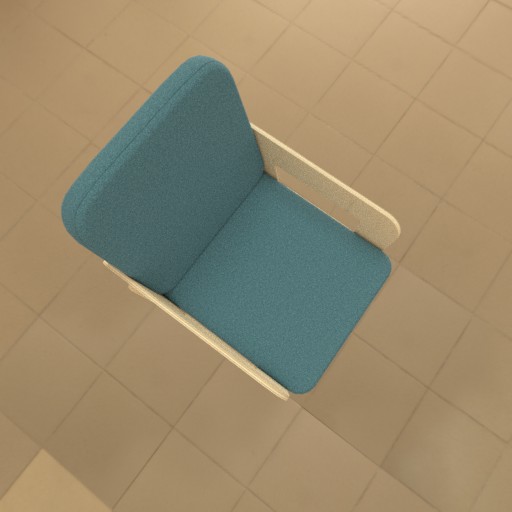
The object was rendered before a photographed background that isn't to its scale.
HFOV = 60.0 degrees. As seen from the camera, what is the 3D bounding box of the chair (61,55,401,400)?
[{"bbox_3d":[0.000,0.000,1.205,0.657,0.747,0.547,35,78,9],"label":"chair"}]
